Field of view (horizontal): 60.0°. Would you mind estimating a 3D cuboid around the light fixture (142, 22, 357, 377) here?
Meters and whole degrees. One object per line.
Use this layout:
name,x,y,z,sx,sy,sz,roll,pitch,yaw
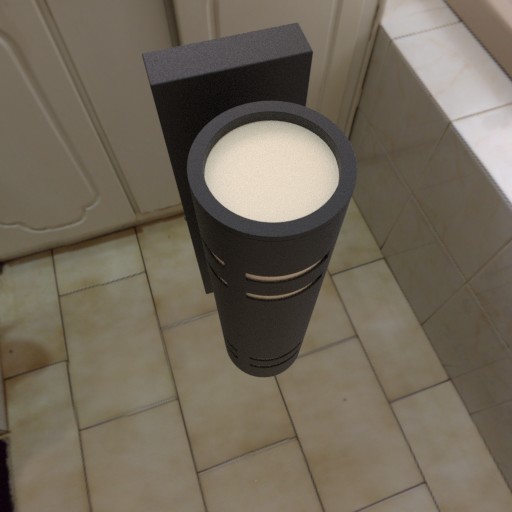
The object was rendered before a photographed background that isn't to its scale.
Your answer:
light fixture,0.000,0.000,0.396,0.105,0.330,0.149,-15,64,-8
